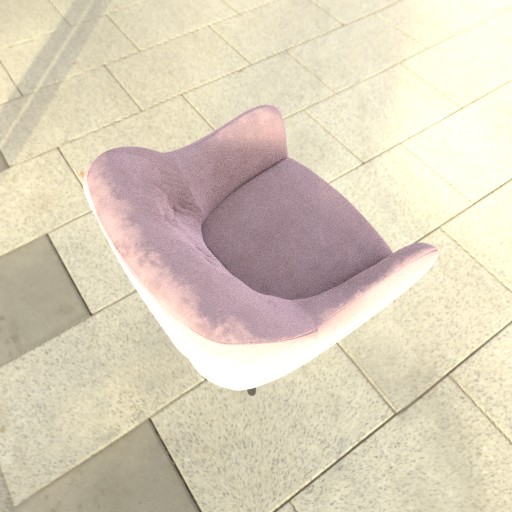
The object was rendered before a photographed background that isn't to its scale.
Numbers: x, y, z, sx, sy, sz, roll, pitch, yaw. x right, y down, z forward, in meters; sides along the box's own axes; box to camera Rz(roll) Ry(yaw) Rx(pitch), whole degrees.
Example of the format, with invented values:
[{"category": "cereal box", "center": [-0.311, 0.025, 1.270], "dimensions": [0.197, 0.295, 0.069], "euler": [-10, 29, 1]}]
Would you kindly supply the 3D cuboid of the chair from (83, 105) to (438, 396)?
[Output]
[{"category": "chair", "center": [0.000, 0.000, 1.528], "dimensions": [0.820, 0.820, 0.840], "euler": [-33, 64, -18]}]
